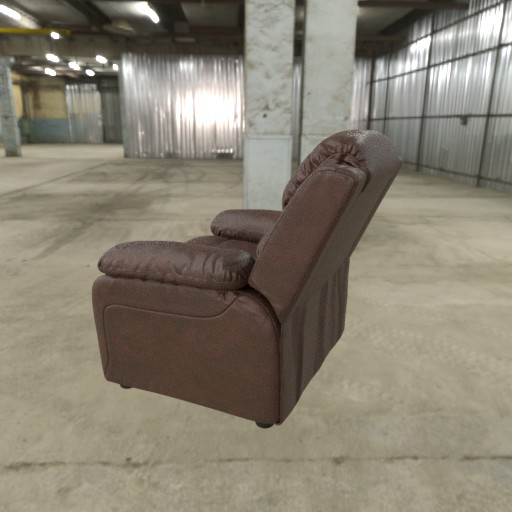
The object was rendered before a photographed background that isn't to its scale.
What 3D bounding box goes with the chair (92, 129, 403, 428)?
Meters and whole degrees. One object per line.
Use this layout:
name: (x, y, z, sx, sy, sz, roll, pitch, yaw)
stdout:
chair: (0.000, 0.000, 1.281, 0.707, 0.702, 0.680, 7, 17, 25)
